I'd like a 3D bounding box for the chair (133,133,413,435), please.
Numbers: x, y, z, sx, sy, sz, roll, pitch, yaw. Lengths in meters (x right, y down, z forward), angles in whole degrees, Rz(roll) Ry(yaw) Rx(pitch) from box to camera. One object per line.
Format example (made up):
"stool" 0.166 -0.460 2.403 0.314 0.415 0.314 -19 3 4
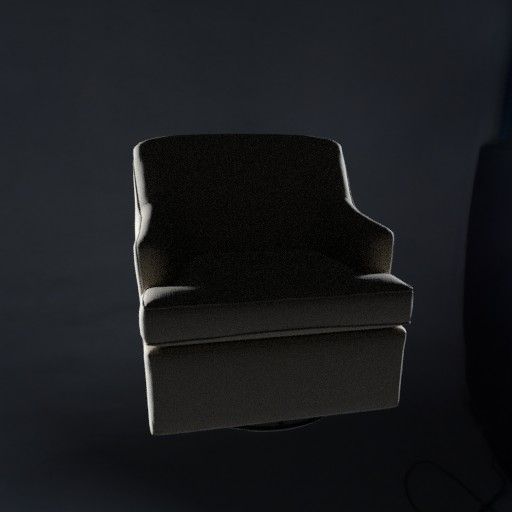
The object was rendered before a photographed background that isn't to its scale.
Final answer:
"chair" 0.000 0.000 1.616 0.864 0.856 0.923 -3 16 -10
